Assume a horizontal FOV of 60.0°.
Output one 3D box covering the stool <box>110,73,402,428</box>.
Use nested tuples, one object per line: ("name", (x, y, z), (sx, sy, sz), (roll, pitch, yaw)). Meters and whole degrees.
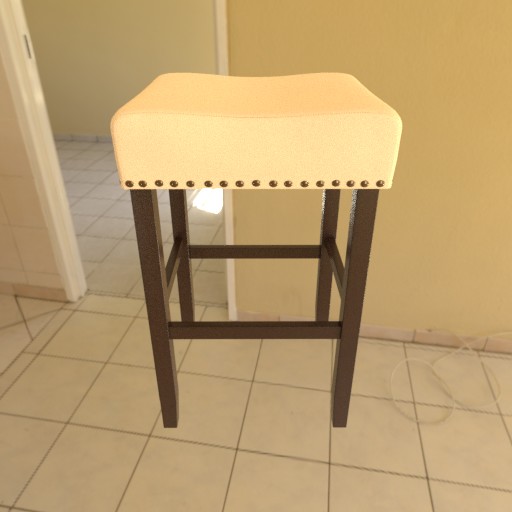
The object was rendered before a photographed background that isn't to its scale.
("stool", (0.000, 0.000, 1.050), (0.471, 0.762, 0.401), (0, 30, 0))
